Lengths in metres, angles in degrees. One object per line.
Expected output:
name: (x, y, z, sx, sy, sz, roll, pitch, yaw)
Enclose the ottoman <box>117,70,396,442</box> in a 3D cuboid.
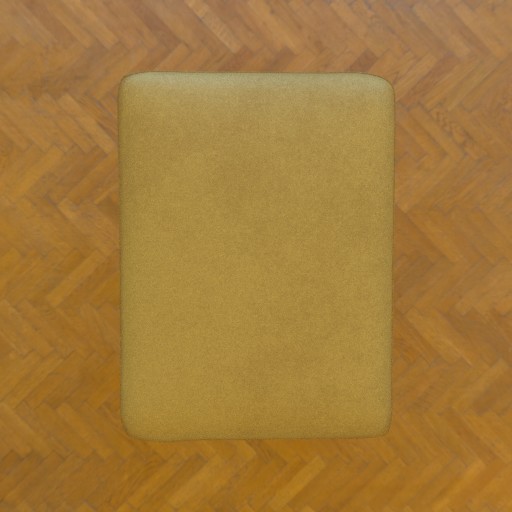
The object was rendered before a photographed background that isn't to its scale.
ottoman: (0.000, 0.000, 1.105, 0.608, 0.449, 0.811, 0, 92, -1)
